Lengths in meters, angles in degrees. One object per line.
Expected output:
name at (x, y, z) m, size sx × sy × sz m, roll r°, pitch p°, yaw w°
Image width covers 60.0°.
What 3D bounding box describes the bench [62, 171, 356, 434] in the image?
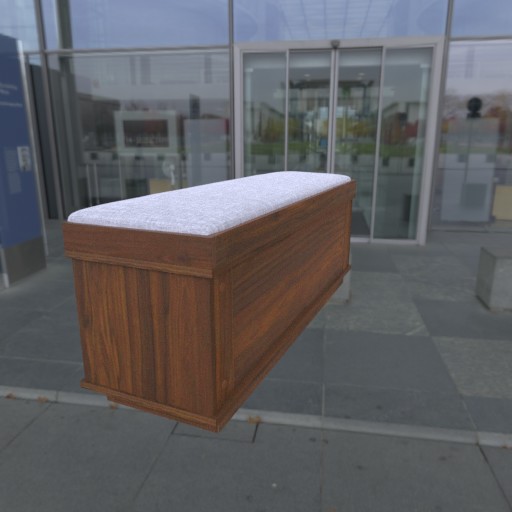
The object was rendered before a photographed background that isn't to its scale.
bench at (0.000, 0.000, 1.419) m, size 0.367 × 0.468 × 1.196 m, roll 7°, pitch 16°, yaw 23°
